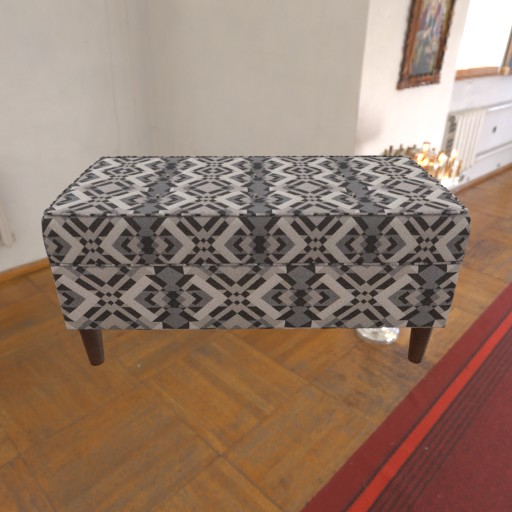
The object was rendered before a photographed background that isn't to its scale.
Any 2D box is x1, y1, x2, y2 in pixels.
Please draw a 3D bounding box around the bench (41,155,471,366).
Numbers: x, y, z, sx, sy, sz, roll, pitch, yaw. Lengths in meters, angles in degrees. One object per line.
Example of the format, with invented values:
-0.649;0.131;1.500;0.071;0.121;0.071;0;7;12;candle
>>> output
0.000;0.000;1.324;1.016;0.477;0.492;0;29;0;bench
